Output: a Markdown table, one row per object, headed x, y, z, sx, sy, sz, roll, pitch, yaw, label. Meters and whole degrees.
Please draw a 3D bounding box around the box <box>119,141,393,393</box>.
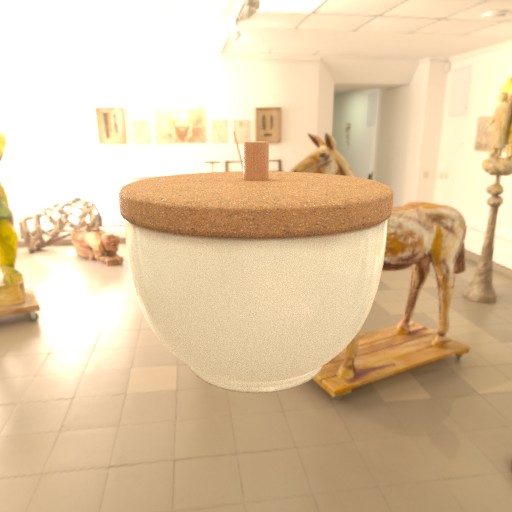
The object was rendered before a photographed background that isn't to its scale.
| x | y | z | sx | sy | sz | roll | pitch | yaw | label |
| --- | --- | --- | --- | --- | --- | --- | --- | --- | --- |
| 0.000 | 0.000 | 0.188 | 0.107 | 0.094 | 0.107 | 0 | 16 | 0 | box |
